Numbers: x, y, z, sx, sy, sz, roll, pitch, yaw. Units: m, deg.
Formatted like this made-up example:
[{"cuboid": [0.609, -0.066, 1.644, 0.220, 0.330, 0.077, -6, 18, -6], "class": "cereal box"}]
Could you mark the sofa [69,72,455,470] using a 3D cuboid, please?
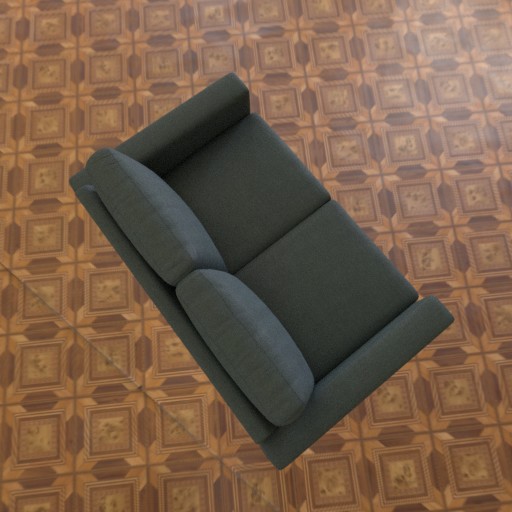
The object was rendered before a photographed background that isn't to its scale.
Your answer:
[{"cuboid": [0.000, 0.000, 2.030, 0.955, 0.903, 1.489, -37, 78, -9], "class": "sofa"}]
